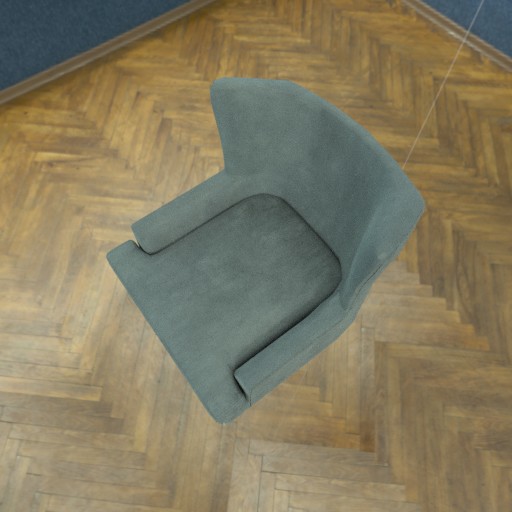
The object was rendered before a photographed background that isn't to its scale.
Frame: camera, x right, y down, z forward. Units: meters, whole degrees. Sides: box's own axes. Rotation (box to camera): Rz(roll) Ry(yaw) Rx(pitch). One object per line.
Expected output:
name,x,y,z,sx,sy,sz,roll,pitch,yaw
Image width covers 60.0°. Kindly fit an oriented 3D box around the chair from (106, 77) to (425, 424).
chair,0.000,0.000,1.644,0.906,0.950,0.784,-34,68,-15
